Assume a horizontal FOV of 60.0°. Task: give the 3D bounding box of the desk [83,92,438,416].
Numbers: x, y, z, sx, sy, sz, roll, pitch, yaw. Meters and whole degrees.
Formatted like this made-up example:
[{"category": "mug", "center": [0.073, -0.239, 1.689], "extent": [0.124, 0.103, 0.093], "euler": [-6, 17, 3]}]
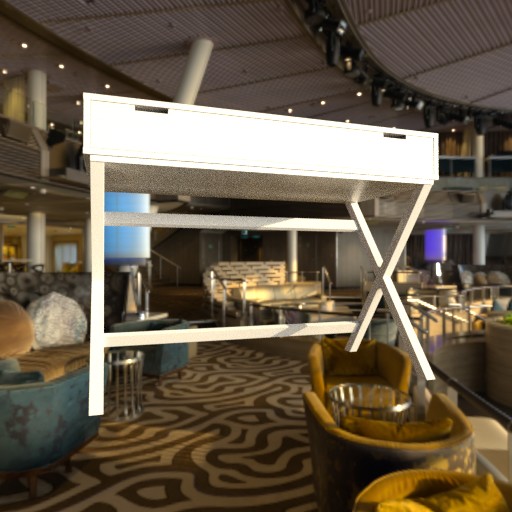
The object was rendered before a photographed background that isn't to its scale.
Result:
[{"category": "desk", "center": [0.000, 0.000, 1.477], "extent": [1.059, 0.780, 0.509], "euler": [0, -1, -19]}]
